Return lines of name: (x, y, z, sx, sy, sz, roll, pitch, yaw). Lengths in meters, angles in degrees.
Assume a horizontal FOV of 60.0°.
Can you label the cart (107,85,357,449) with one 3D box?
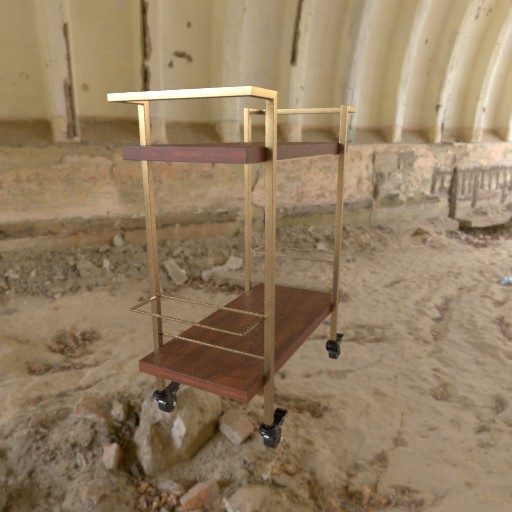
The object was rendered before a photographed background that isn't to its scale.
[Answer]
cart: (0.000, 0.000, 1.224, 0.364, 0.807, 0.695, 8, 17, 26)
